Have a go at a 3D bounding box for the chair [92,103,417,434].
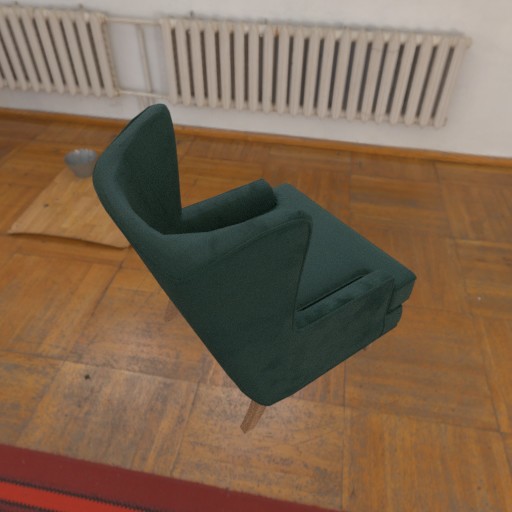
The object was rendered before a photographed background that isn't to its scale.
[{"bbox_3d":[0.000,0.000,1.616,0.910,0.952,0.793,-25,47,-25],"label":"chair"}]
